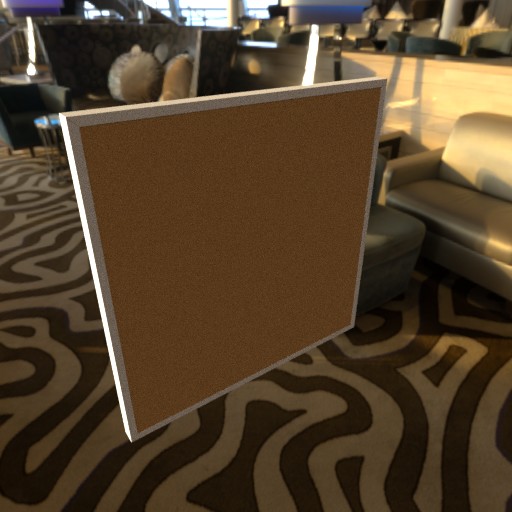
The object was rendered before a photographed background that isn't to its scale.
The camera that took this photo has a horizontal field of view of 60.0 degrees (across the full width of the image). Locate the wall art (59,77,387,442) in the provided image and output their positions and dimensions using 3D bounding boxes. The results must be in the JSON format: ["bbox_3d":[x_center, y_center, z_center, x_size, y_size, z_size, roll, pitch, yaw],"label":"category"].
[{"bbox_3d":[0.000,0.000,1.087,0.762,0.762,0.038,-19,34,-31],"label":"wall art"}]
